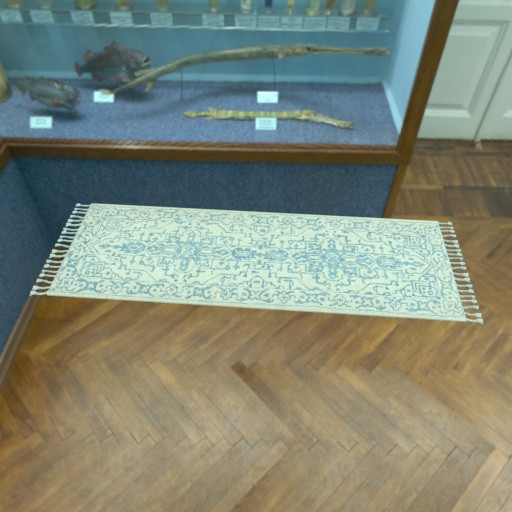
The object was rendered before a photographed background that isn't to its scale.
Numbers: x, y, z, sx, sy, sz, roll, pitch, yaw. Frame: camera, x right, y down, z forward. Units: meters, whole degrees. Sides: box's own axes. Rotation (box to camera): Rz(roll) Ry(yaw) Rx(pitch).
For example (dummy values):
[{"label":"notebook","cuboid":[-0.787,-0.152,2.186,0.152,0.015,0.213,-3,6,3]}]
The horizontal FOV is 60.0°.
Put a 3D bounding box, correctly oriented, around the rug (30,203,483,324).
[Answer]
[{"label":"rug","cuboid":[0.000,0.000,2.629,2.449,0.011,0.774,3,48,3]}]
